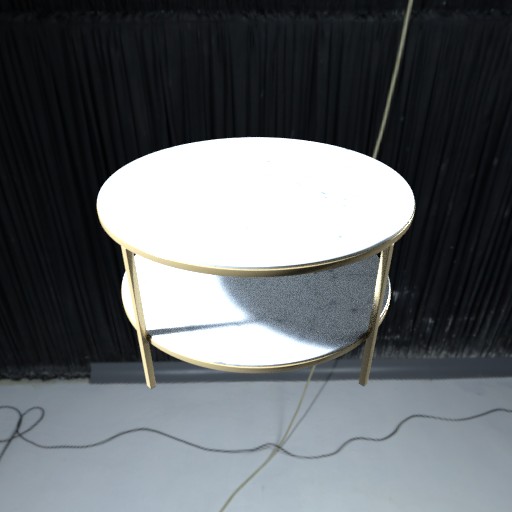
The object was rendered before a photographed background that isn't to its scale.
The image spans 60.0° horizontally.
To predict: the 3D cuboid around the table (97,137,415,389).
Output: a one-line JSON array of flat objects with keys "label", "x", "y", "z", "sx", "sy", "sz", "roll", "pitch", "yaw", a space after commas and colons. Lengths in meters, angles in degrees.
[{"label": "table", "x": 0.000, "y": 0.000, "z": 1.279, "sx": 0.800, "sy": 0.450, "sz": 0.800, "roll": 0, "pitch": 32, "yaw": 0}]
